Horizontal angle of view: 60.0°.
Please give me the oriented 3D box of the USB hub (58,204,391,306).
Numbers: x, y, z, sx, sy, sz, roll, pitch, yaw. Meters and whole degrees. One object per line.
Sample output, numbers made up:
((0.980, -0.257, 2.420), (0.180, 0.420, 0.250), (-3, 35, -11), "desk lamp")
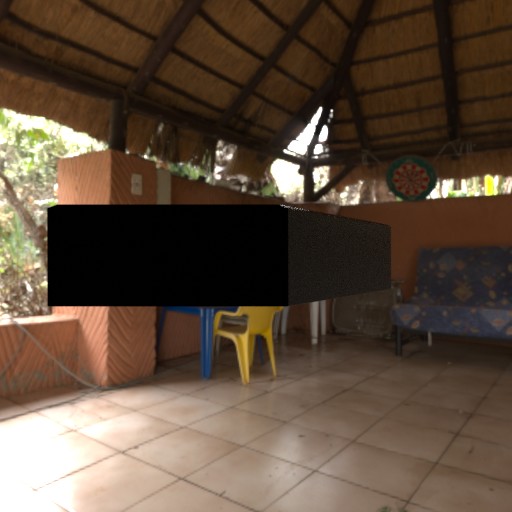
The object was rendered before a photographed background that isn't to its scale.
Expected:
((0.000, 0.000, 0.128), (0.044, 0.023, 0.110), (0, 0, 36), "USB hub")
